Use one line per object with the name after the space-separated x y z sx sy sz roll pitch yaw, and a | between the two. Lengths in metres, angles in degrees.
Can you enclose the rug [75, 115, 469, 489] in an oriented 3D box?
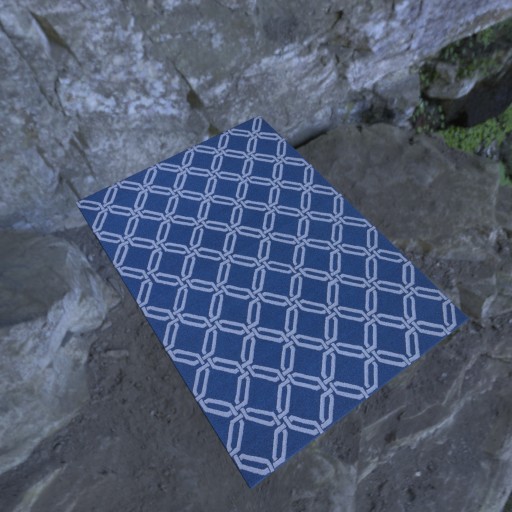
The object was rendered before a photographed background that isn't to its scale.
0.000 0.000 4.417 2.432 0.018 3.342 -30 63 -18 | rug
